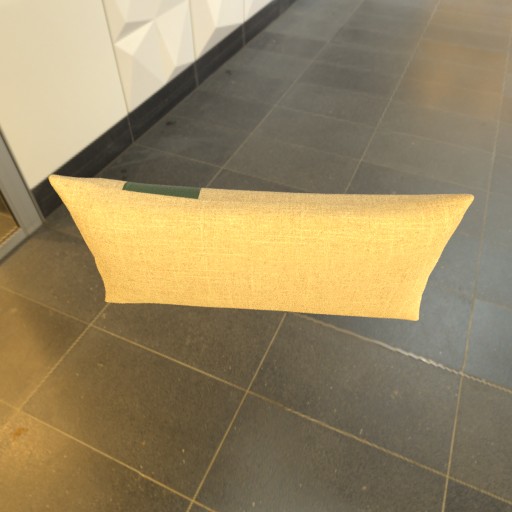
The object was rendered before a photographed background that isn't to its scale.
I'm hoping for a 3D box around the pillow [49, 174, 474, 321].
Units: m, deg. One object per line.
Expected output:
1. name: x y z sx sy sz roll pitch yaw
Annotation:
1. pillow: 0.000 0.000 1.048 0.859 0.429 0.197 3 47 3
